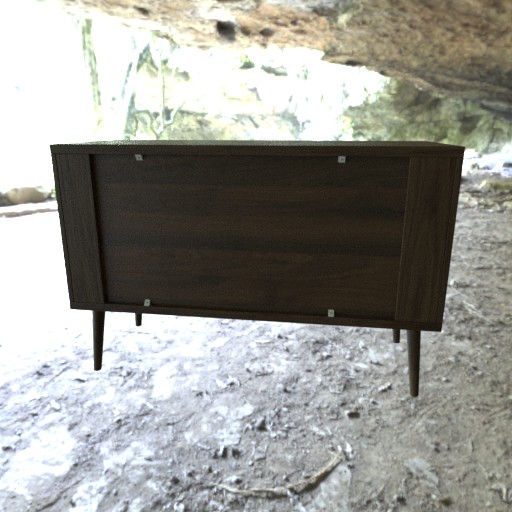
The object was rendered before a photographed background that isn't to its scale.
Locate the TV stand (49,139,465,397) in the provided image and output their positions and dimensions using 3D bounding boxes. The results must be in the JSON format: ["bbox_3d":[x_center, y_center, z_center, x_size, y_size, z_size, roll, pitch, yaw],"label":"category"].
[{"bbox_3d":[0.000,0.000,1.328,0.990,0.660,0.405,2,16,8],"label":"TV stand"}]
